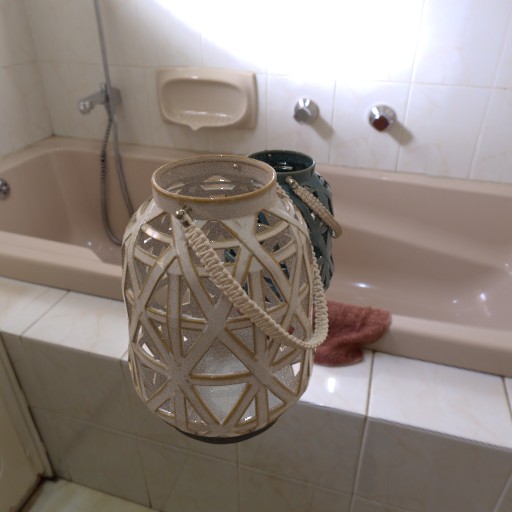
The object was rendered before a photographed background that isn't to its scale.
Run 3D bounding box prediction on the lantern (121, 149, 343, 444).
[{"bbox_3d":[0.000,0.000,0.606,0.245,0.307,0.439,10,32,17],"label":"lantern"}]
